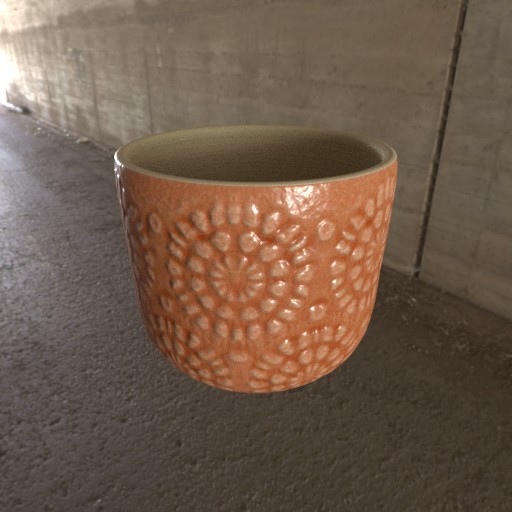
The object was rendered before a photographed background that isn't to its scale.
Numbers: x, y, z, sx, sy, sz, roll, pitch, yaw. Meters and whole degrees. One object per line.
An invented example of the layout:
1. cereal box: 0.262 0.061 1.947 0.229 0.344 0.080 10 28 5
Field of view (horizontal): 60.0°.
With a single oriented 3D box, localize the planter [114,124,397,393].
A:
1. planter: 0.000 0.000 0.222 0.124 0.109 0.124 0 25 0
